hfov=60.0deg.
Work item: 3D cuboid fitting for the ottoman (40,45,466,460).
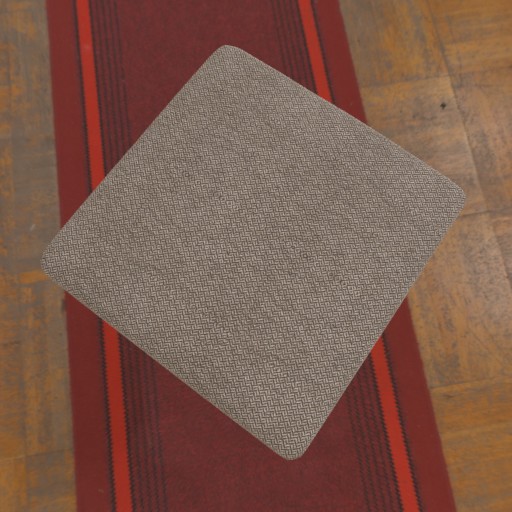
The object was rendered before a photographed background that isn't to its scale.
[{"bbox_3d":[0.000,0.000,0.893,0.512,0.453,0.519,35,79,8],"label":"ottoman"}]
